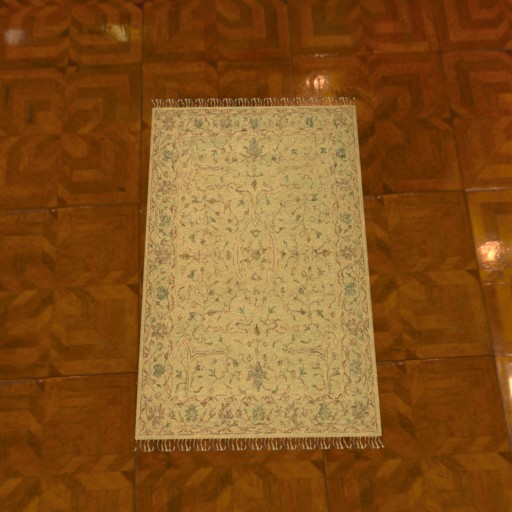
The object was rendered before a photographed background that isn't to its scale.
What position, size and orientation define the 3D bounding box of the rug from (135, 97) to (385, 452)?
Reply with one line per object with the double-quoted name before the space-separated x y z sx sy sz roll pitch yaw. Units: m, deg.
"rug" 0.000 0.000 2.998 1.544 0.010 2.435 -1 75 0
